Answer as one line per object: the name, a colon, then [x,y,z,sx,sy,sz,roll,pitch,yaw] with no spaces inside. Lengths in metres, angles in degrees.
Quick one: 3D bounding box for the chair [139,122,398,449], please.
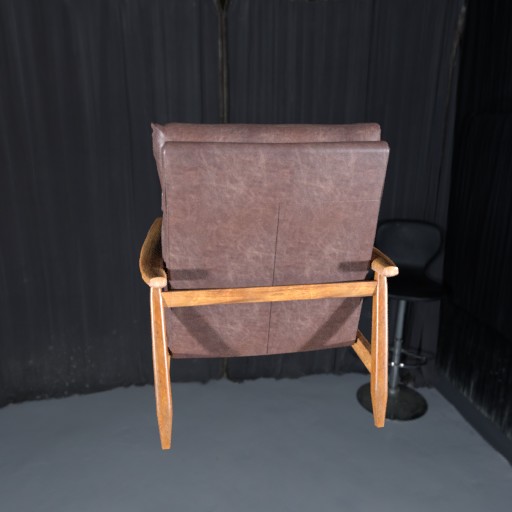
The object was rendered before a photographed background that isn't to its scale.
chair: [0.000,0.000,1.578,0.782,0.897,0.830,-2,15,-8]
